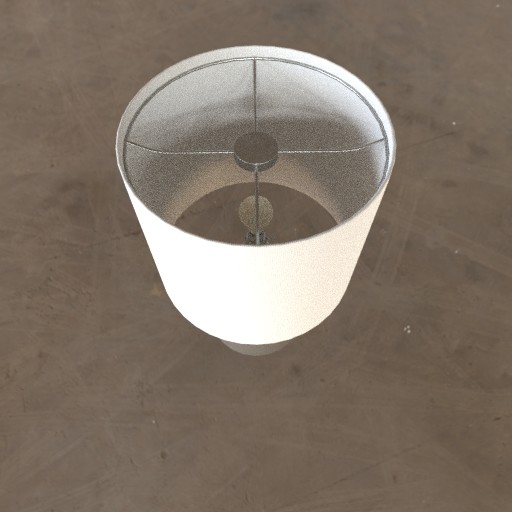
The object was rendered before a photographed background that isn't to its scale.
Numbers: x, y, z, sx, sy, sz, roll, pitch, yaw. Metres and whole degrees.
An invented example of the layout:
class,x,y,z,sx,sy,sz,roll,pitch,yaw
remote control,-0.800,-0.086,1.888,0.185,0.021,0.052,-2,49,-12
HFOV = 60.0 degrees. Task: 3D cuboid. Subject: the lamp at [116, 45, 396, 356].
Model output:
class,x,y,z,sx,sy,sz,roll,pitch,yaw
lamp,0.000,0.000,0.487,0.207,0.366,0.207,-1,59,0
